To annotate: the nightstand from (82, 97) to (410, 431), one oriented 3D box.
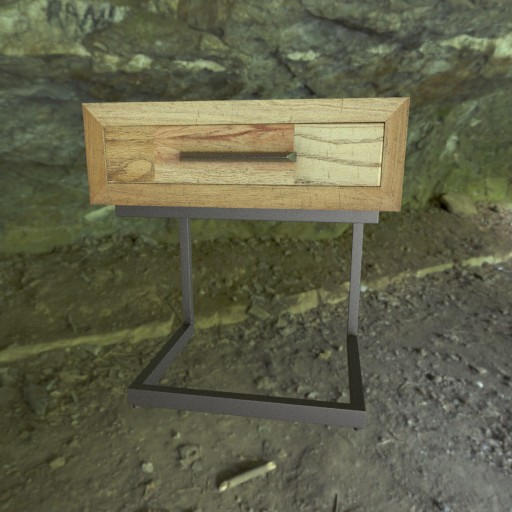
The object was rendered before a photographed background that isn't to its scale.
[{"bbox_3d":[0.000,0.000,1.007,0.558,0.632,0.481,2,14,10],"label":"nightstand"}]
